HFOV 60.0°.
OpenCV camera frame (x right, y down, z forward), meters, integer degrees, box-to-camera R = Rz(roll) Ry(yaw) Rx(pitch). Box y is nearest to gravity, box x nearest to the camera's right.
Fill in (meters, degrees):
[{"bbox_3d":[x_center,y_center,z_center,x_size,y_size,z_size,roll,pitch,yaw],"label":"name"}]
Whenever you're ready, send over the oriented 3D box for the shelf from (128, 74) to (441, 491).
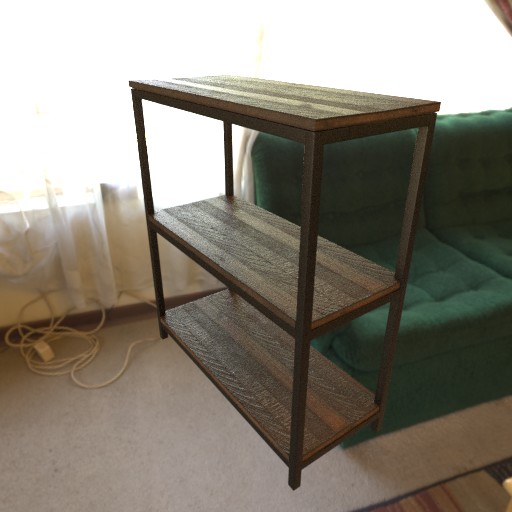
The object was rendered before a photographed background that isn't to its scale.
[{"bbox_3d":[0.000,0.000,1.335,0.352,0.947,0.822,-18,32,-32],"label":"shelf"}]
